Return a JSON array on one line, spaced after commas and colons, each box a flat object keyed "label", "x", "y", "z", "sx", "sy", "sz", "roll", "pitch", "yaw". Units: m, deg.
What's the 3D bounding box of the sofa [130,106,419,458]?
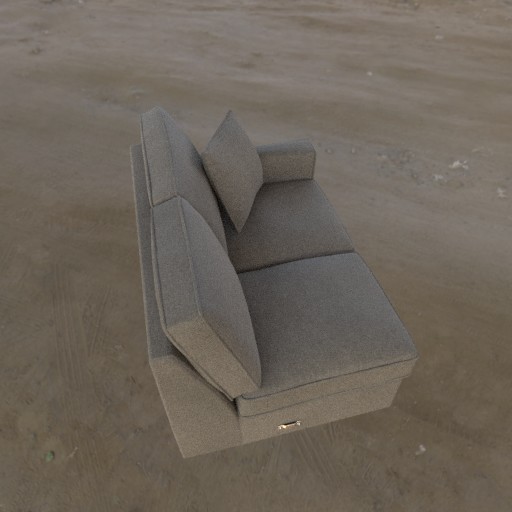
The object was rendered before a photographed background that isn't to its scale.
[{"label": "sofa", "x": 0.000, "y": 0.000, "z": 2.071, "sx": 0.991, "sy": 0.989, "sz": 1.388, "roll": -10, "pitch": 46, "yaw": -10}]
